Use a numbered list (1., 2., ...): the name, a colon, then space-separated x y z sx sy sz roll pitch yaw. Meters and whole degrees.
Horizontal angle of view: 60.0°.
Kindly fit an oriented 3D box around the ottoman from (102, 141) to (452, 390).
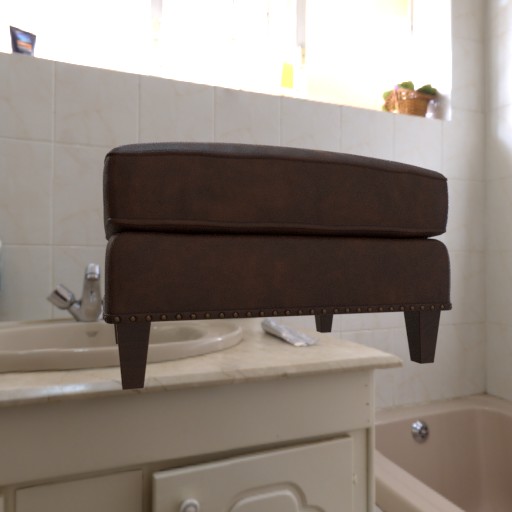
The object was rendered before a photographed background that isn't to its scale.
1. ottoman: 0.000 0.000 1.135 0.742 0.486 0.586 0 -1 -19
